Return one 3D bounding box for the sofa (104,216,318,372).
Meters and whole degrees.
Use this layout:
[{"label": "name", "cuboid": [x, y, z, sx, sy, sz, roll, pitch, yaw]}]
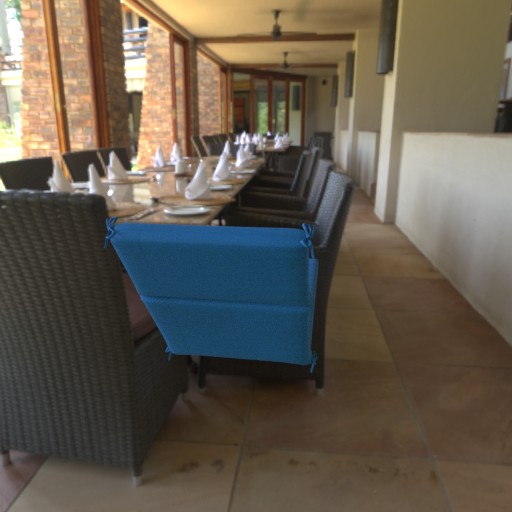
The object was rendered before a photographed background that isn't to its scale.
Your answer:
[{"label": "sofa", "cuboid": [0.000, 0.000, 1.950, 0.582, 0.622, 1.663, 3, 16, 9]}]
